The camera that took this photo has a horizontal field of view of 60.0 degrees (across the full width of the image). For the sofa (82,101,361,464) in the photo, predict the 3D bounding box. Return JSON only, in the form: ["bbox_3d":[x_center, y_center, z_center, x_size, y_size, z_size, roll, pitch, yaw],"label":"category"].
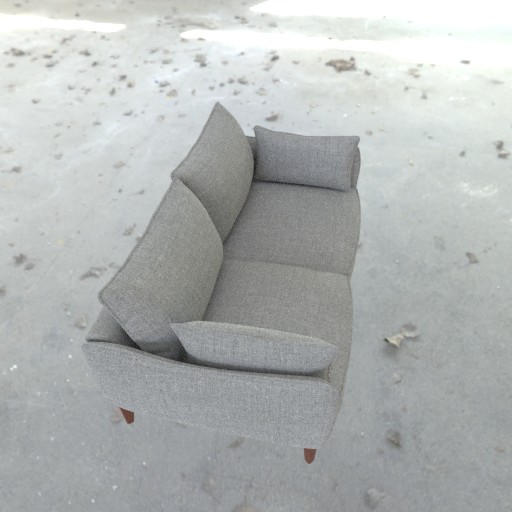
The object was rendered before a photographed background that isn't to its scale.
[{"bbox_3d":[0.000,0.000,2.133,0.972,0.851,1.580,9,46,8],"label":"sofa"}]
